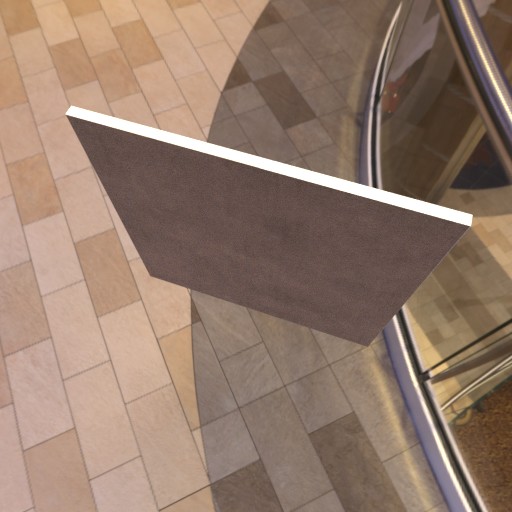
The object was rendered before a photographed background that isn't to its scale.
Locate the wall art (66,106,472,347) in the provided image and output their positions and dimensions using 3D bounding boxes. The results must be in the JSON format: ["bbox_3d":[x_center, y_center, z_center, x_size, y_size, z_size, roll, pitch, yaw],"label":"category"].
[{"bbox_3d":[0.000,0.000,0.988,0.664,0.661,0.020,17,65,8],"label":"wall art"}]
